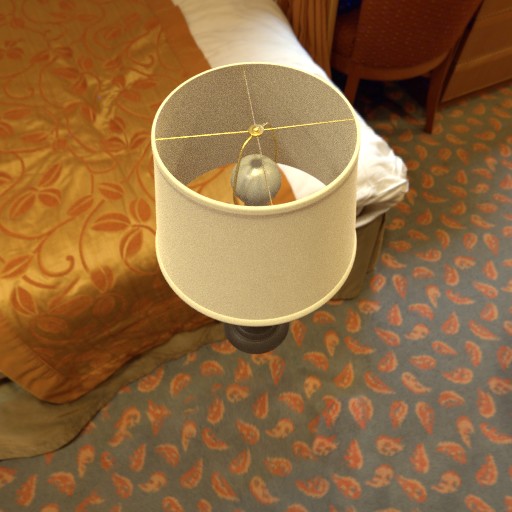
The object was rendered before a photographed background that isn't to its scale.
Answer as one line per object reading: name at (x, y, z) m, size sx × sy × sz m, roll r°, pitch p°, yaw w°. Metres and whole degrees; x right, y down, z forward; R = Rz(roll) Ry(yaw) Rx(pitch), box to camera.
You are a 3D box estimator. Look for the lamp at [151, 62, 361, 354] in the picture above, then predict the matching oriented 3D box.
lamp at (0.000, 0.000, 0.807) m, size 0.335 × 0.611 × 0.335 m, roll 0°, pitch 58°, yaw 0°
